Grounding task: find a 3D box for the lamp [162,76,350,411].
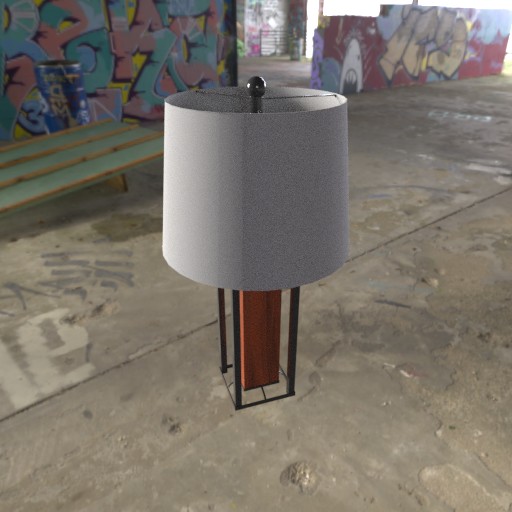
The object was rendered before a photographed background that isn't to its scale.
[{"bbox_3d":[0.000,0.000,0.782,0.320,0.591,0.320,0,28,0],"label":"lamp"}]
